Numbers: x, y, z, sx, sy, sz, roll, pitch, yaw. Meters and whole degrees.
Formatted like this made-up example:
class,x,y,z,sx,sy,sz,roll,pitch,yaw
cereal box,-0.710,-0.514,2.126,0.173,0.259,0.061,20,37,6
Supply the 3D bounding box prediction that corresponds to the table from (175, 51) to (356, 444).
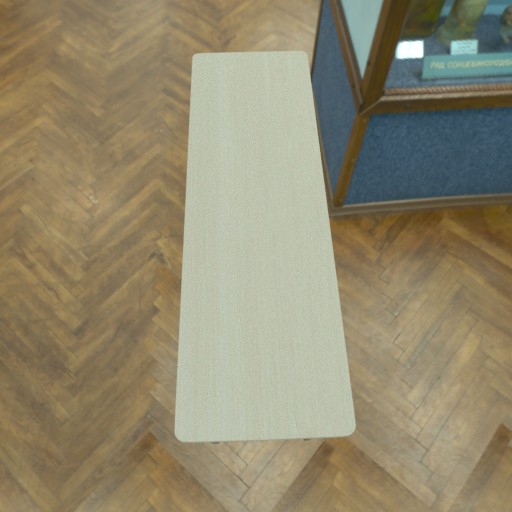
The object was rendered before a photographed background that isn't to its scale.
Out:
class,x,y,z,sx,sy,sz,roll,pitch,yaw
table,0.000,0.000,1.729,0.446,0.750,1.397,-2,62,-1
